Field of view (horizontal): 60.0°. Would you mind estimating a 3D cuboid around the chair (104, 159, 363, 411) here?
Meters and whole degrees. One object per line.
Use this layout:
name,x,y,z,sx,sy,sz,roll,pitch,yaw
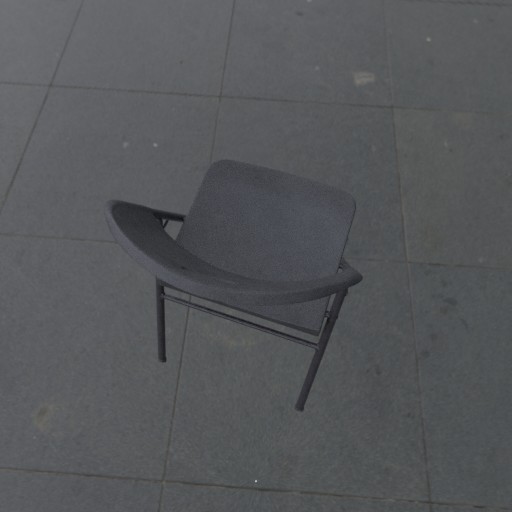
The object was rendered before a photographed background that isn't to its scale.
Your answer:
chair,0.000,0.000,1.157,0.494,0.810,0.567,17,64,8
